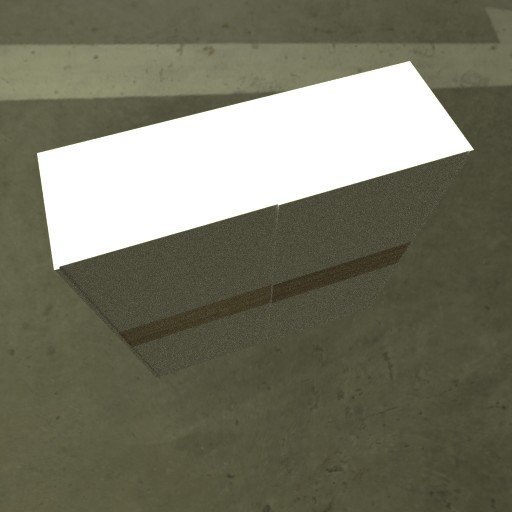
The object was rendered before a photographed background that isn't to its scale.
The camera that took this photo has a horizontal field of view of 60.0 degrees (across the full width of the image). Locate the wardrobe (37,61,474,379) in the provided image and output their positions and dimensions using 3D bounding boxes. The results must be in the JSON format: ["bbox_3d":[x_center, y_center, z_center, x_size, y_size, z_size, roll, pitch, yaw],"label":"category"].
[{"bbox_3d":[0.000,0.000,2.854,1.830,2.020,0.600,-17,64,-8],"label":"wardrobe"}]
